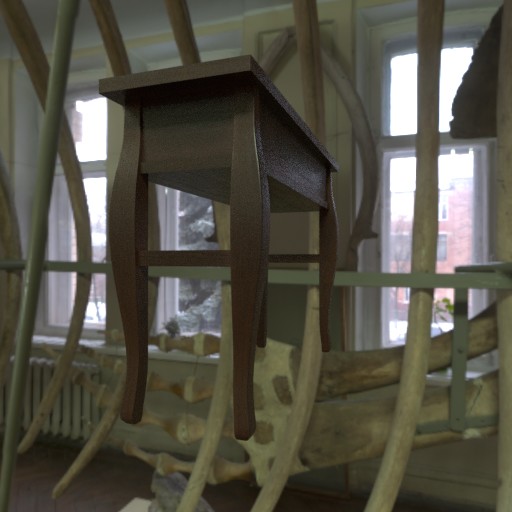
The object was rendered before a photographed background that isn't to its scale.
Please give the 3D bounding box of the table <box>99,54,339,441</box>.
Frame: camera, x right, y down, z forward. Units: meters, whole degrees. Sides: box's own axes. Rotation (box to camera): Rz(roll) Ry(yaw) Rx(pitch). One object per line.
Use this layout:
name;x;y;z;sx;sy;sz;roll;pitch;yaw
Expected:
table;0.000;0.000;1.409;0.373;0.768;1.062;0;0;20
